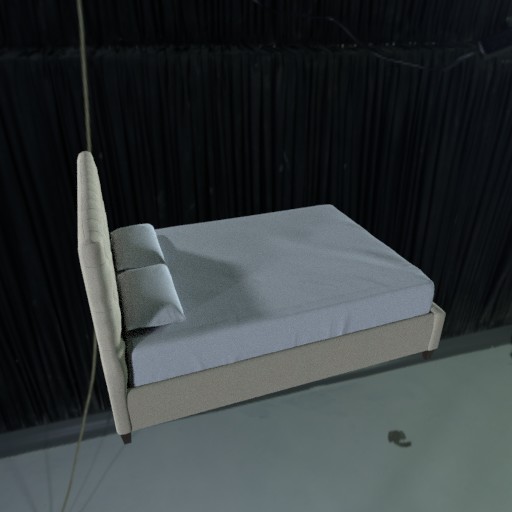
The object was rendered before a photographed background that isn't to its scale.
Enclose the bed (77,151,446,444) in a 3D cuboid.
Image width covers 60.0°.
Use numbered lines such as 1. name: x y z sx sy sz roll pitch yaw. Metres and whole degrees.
1. bed: 0.000 0.000 3.452 2.387 1.427 1.698 -10 30 -17
